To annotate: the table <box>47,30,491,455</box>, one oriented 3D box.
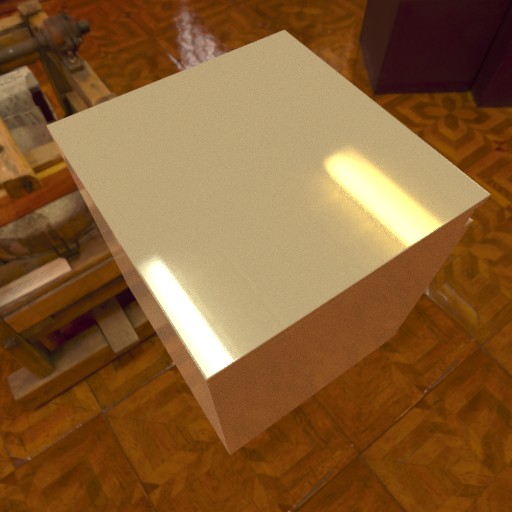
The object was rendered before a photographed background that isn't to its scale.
[{"bbox_3d":[0.000,0.000,0.765,0.400,0.470,0.420,-30,62,-18],"label":"table"}]
